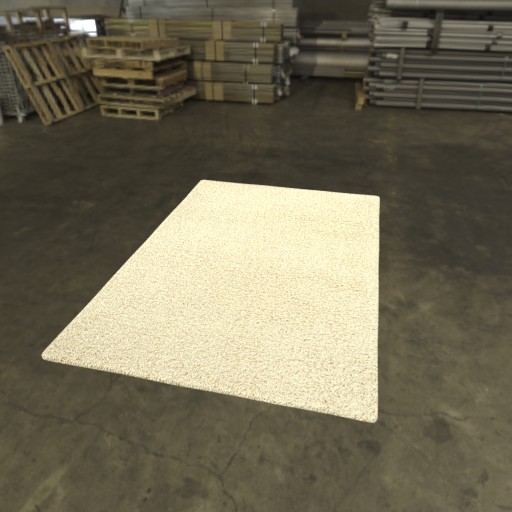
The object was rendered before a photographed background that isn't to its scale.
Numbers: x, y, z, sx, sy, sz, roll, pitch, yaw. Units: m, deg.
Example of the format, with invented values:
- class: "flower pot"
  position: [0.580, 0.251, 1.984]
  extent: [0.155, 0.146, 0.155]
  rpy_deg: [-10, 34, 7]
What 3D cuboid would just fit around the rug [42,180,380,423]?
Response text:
- class: "rug"
  position: [0.000, 0.000, 2.258]
  extent: [1.219, 0.030, 1.778]
  rpy_deg: [7, 32, 12]
